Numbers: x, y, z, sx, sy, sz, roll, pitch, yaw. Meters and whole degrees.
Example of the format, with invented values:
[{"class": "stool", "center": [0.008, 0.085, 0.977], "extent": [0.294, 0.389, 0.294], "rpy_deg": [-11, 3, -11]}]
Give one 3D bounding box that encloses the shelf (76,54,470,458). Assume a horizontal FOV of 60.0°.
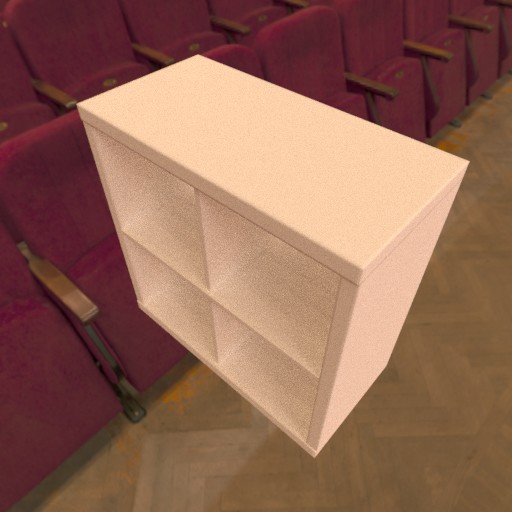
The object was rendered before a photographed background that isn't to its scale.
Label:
[{"class": "shelf", "center": [0.000, 0.000, 1.245], "extent": [0.790, 0.786, 0.390], "rpy_deg": [33, 54, 28]}]
